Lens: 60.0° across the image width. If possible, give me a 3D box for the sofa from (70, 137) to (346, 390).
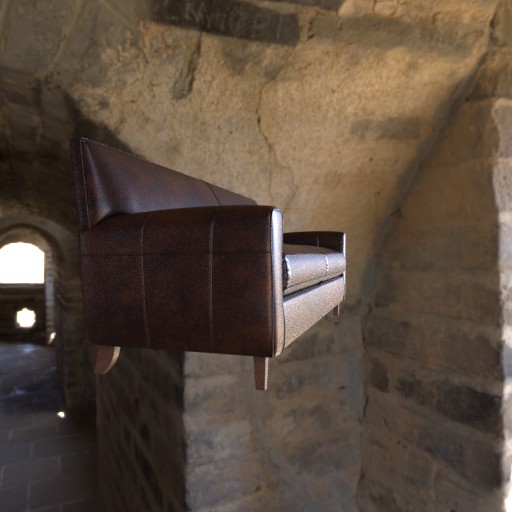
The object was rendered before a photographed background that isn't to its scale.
[{"bbox_3d":[0.000,0.000,2.428,0.786,0.871,1.995,0,0,18],"label":"sofa"}]
